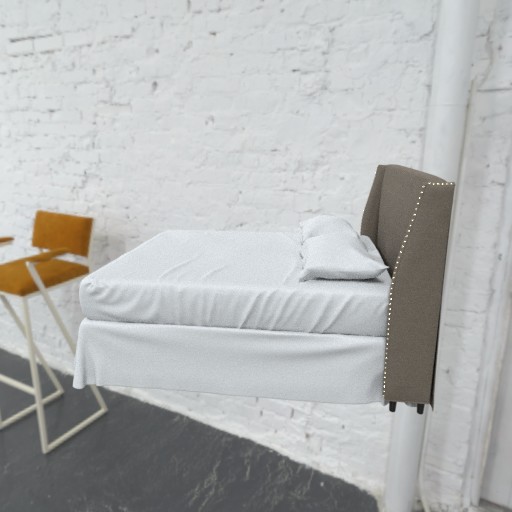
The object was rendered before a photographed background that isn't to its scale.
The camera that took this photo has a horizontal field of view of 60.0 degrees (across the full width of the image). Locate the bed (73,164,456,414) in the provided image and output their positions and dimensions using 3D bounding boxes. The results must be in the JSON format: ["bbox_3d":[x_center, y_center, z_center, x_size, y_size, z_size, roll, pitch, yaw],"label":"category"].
[{"bbox_3d":[0.000,0.000,3.389,2.276,1.332,1.925,2,14,8],"label":"bed"}]
